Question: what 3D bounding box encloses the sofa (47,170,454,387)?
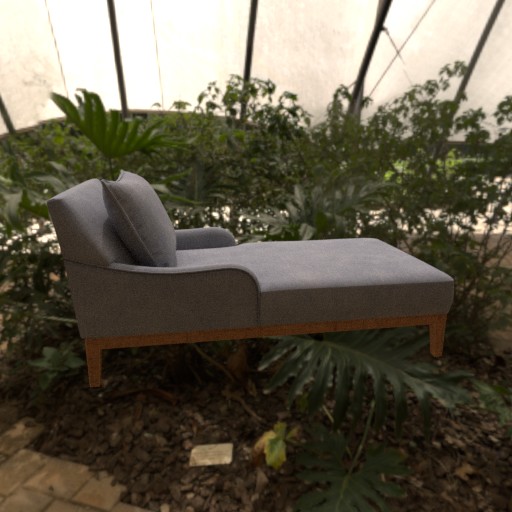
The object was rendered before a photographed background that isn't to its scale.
[{"bbox_3d":[0.000,0.000,2.350,1.779,0.883,0.904,-3,15,-9],"label":"sofa"}]
